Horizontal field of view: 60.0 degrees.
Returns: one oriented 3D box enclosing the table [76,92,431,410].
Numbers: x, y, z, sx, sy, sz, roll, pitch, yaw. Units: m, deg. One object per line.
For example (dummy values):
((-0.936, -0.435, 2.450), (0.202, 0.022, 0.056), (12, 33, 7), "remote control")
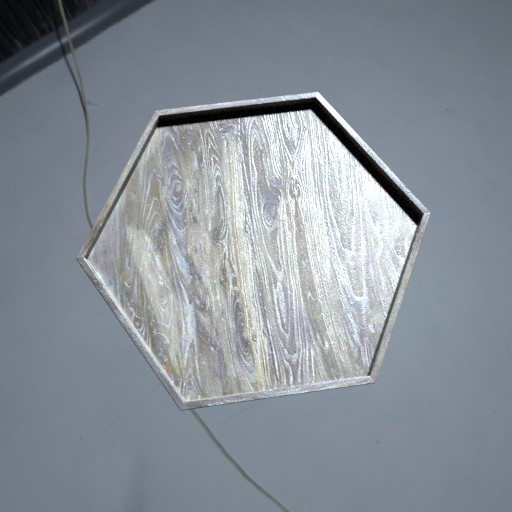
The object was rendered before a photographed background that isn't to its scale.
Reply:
((0.000, 0.000, 1.614), (0.966, 0.488, 1.115), (-37, 78, -9), "table")
